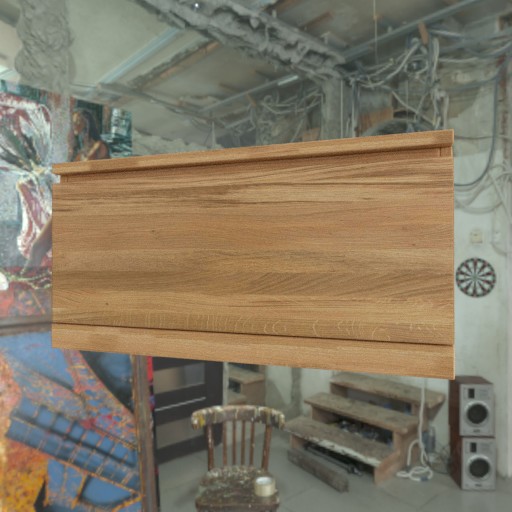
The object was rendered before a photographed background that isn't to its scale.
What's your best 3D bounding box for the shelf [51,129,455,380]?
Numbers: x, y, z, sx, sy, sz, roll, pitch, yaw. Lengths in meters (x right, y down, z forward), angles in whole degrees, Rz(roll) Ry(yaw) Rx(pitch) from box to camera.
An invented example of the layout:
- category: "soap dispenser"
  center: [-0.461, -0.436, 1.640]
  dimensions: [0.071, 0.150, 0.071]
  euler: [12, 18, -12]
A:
- category: "shelf"
  center: [0.000, 0.000, 1.021]
  dimensions: [0.800, 0.400, 0.400]
  euler: [0, -1, 19]
